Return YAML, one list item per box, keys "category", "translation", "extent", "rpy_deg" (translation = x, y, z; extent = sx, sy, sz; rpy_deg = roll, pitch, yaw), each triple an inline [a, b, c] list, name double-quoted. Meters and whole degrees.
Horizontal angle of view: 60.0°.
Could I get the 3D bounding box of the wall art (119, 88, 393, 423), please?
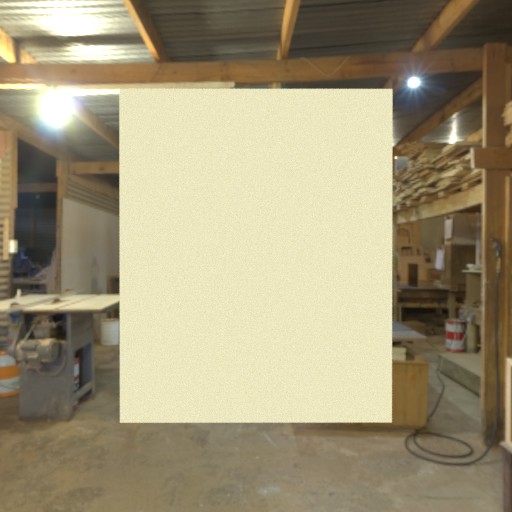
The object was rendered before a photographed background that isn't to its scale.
- category: "wall art"
  translation: [0.000, 0.000, 0.752]
  extent: [0.451, 0.553, 0.039]
  rpy_deg: [0, 0, 0]
